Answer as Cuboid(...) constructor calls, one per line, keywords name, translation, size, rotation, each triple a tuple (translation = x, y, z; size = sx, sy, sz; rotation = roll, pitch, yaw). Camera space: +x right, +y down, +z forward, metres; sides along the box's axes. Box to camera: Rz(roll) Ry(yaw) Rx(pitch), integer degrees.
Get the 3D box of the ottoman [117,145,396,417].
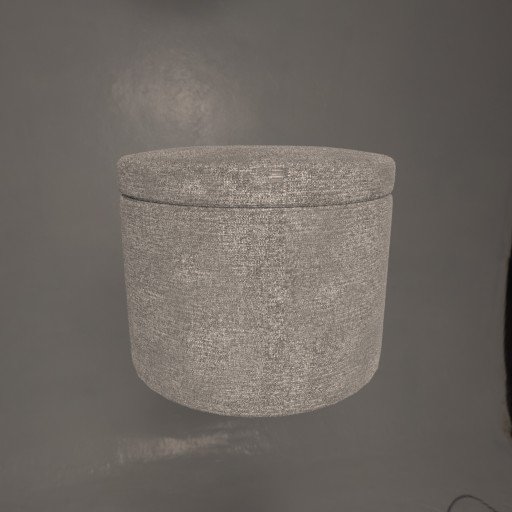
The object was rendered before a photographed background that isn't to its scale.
Cuboid(name="ottoman", translation=(0.000, 0.000, 0.873), size=(0.500, 0.419, 0.500), rotation=(0, 15, 0))
